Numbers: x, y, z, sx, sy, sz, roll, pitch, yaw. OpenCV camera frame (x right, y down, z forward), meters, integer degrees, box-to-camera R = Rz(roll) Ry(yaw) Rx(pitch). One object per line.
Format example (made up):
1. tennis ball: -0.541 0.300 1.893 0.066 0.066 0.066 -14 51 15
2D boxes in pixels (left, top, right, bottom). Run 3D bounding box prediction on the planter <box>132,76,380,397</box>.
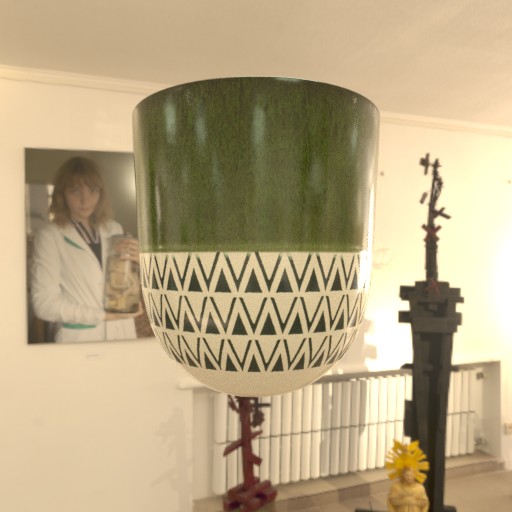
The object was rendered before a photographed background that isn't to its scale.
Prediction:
1. planter: 0.000 0.000 0.454 0.245 0.270 0.245 0 0 0
